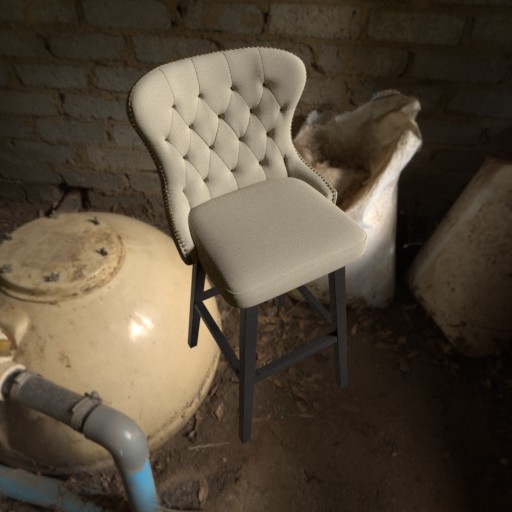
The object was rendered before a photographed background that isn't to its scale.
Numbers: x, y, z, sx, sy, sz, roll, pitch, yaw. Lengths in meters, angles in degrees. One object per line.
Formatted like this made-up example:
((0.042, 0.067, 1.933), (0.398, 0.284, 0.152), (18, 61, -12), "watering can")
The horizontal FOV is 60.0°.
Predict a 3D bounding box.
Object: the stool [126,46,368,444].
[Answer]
((0.000, 0.000, 1.403), (0.528, 1.066, 0.605), (-22, 48, -21), "stool")
